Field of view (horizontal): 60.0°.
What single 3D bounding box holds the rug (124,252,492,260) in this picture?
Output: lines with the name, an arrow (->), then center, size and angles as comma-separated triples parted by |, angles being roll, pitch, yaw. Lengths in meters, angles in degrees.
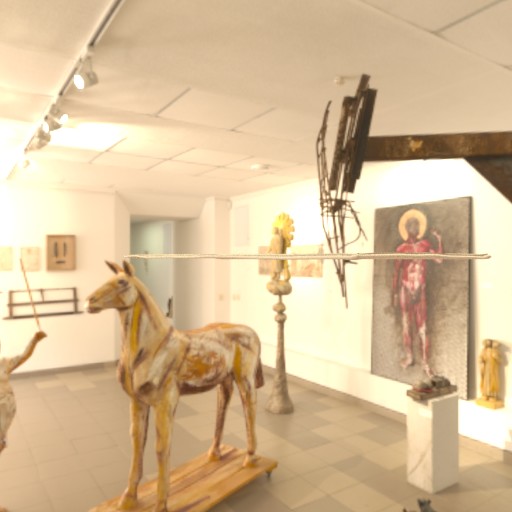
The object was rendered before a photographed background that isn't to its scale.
rug -> 0.000, 0.000, 2.643 | 0.831, 0.036, 2.381 | 0, 0, -34
